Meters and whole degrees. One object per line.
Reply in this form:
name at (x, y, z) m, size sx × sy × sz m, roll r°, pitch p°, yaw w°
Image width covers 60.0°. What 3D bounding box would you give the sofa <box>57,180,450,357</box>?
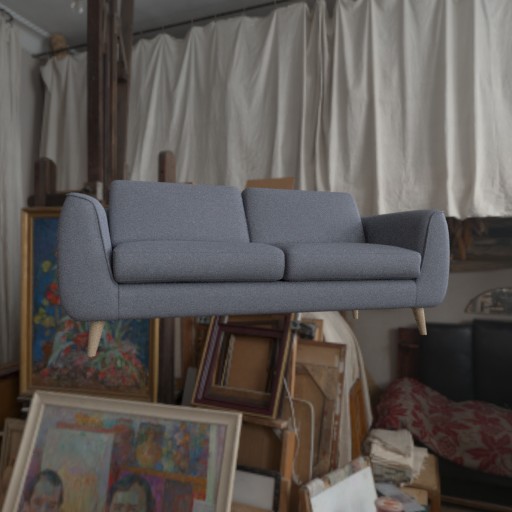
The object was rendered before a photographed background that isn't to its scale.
sofa at (0.000, 0.000, 2.548) m, size 2.000 × 0.870 × 0.920 m, roll 0°, pitch -1°, yaw -19°
